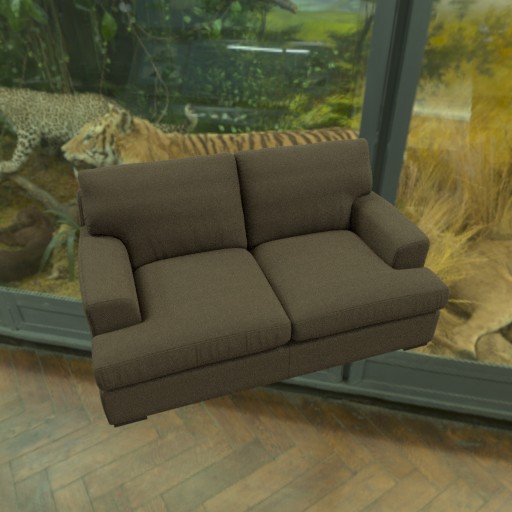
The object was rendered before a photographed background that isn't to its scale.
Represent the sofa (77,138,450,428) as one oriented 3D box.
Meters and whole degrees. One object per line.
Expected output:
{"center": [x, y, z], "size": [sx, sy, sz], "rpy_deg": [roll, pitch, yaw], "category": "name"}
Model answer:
{"center": [0.000, 0.000, 2.496], "size": [1.869, 0.950, 1.140], "rpy_deg": [-10, 34, -15], "category": "sofa"}
